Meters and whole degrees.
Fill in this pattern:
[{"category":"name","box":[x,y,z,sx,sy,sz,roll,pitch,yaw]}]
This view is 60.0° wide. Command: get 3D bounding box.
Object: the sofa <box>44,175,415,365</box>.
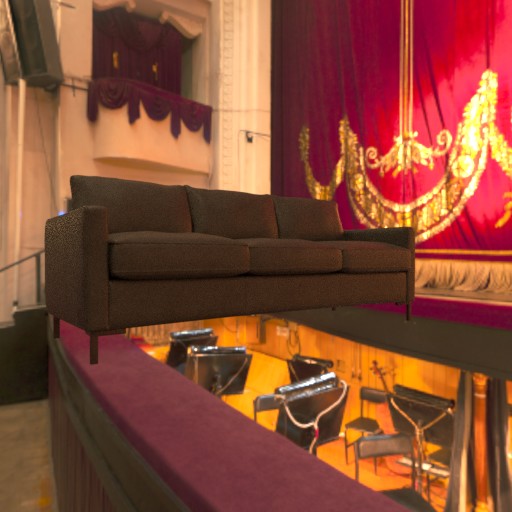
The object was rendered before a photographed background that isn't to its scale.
[{"category":"sofa","box":[0.000,0.000,2.444,2.029,0.805,0.748,0,0,-36]}]
